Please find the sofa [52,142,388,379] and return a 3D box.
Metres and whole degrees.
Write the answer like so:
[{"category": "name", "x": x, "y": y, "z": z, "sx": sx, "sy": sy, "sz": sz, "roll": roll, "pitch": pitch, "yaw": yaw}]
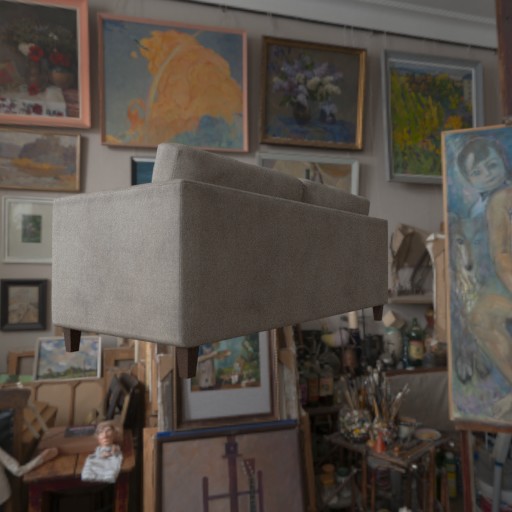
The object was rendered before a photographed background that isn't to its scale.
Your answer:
[{"category": "sofa", "x": 0.000, "y": 0.000, "z": 2.794, "sx": 0.951, "sy": 0.965, "sz": 2.208, "roll": 0, "pitch": -1, "yaw": 36}]
